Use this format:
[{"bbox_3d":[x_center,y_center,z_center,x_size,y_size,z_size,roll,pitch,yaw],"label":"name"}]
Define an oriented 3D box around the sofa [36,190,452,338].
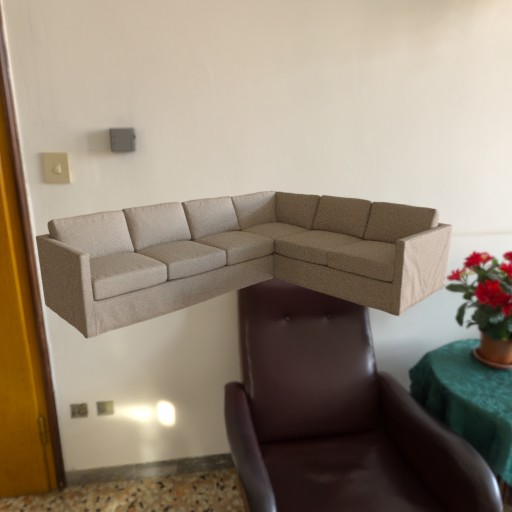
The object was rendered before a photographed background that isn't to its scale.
[{"bbox_3d":[0.000,0.000,4.264,3.182,0.871,2.432,-15,21,-43],"label":"sofa"}]
